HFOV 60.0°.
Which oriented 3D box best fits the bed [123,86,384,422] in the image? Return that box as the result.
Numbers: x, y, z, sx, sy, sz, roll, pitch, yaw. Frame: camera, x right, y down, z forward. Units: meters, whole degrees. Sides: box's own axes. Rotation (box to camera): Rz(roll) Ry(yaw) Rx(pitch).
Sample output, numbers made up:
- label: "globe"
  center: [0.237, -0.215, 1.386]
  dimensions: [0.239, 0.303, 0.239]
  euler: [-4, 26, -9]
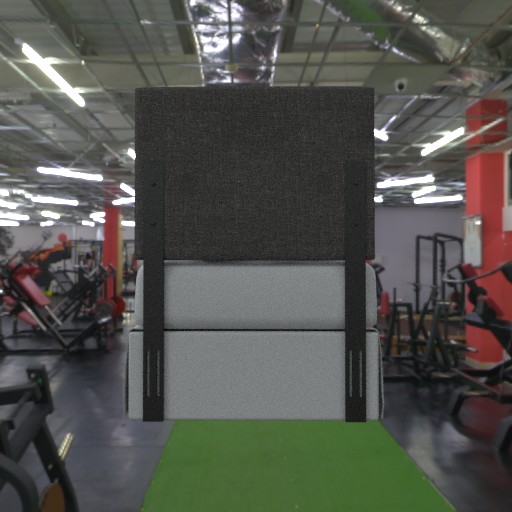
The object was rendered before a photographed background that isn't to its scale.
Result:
- label: "bed"
  center: [0.000, 0.000, 3.046]
  dimensions: [1.261, 1.571, 1.997]
  euler: [0, -1, 0]
